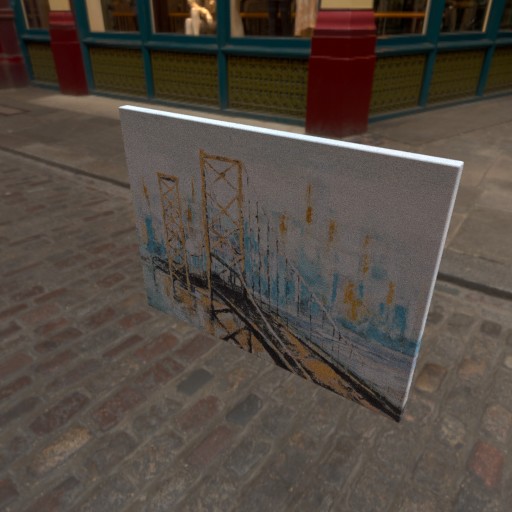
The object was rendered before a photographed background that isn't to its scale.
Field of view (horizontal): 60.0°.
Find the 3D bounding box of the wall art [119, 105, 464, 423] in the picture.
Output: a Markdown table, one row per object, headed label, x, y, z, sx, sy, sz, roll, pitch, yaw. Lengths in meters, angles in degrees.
| label | x | y | z | sx | sy | sz | roll | pitch | yaw |
| --- | --- | --- | --- | --- | --- | --- | --- | --- | --- |
| wall art | 0.000 | 0.000 | 1.339 | 1.016 | 0.762 | 0.038 | 19 | 35 | 29 |
